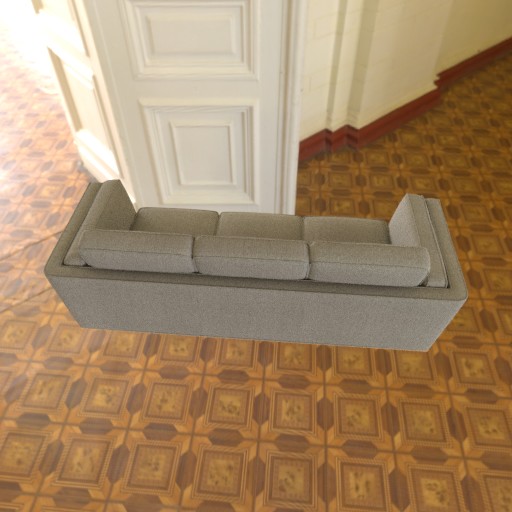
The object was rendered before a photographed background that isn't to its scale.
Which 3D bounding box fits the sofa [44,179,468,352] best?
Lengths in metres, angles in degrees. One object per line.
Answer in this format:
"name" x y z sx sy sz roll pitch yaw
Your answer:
"sofa" 0.000 0.000 2.865 2.362 0.899 0.903 3 47 3
